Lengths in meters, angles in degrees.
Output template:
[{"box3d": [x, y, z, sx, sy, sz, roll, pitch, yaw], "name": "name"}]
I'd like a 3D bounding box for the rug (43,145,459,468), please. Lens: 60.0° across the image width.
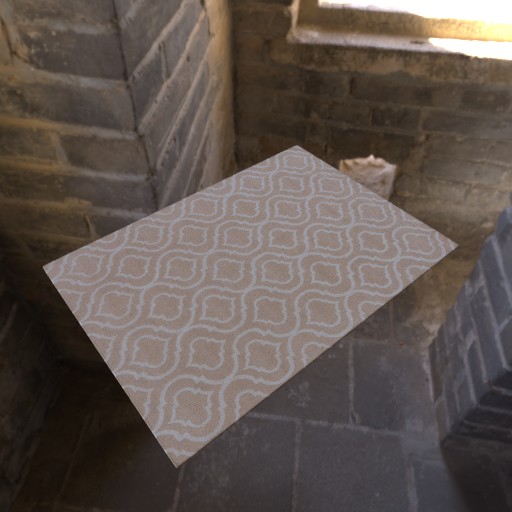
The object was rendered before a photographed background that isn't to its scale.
[{"box3d": [0.000, 0.000, 2.777, 2.134, 0.010, 1.524, -31, 53, -26], "name": "rug"}]
